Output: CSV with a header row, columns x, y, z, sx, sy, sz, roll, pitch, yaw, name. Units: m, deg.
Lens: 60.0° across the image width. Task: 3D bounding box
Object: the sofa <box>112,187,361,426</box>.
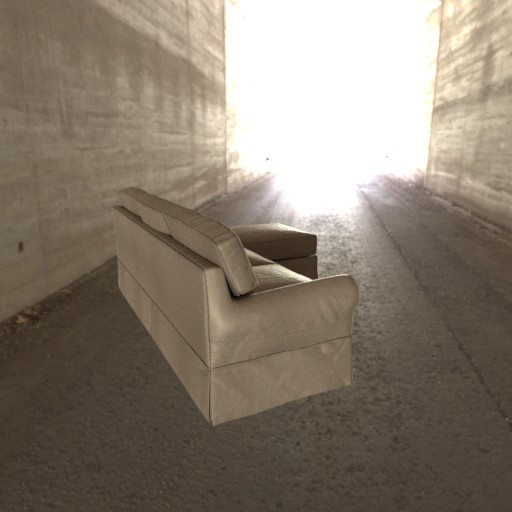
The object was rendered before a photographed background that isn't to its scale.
x,y,z,sx,sy,sz,roll,pitch,yaw,name
0.000,0.000,3.449,1.733,0.978,2.475,-7,16,-26,sofa
